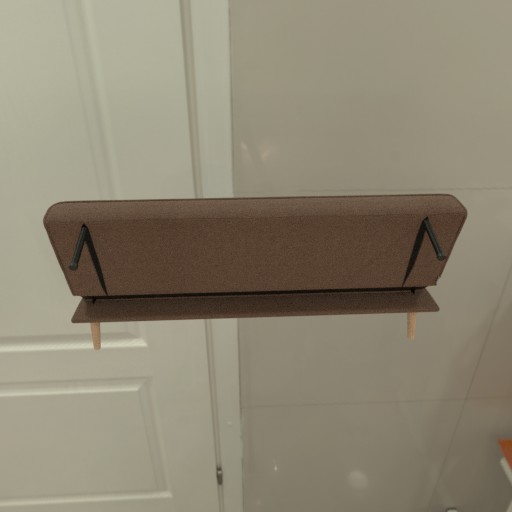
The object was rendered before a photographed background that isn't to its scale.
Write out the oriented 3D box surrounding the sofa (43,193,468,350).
[{"bbox_3d":[0.000,0.000,2.320,1.820,0.810,1.038,-1,30,-3],"label":"sofa"}]
